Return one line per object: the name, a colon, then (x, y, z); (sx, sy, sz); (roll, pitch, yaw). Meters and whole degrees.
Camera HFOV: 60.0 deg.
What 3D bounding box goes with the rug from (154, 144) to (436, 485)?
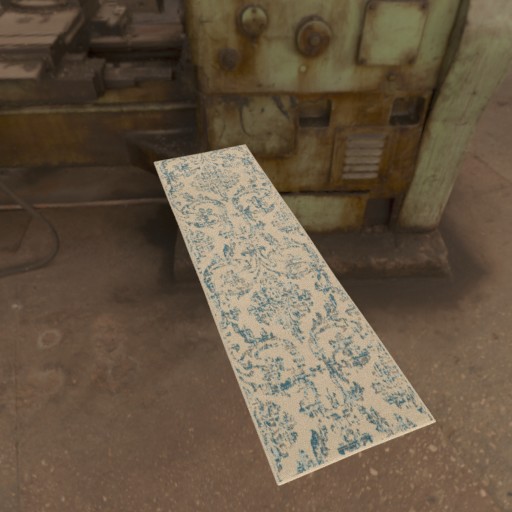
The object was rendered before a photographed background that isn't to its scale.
rug: (0.000, 0.000, 2.360); (0.662, 0.011, 2.196); (-15, 46, -15)
